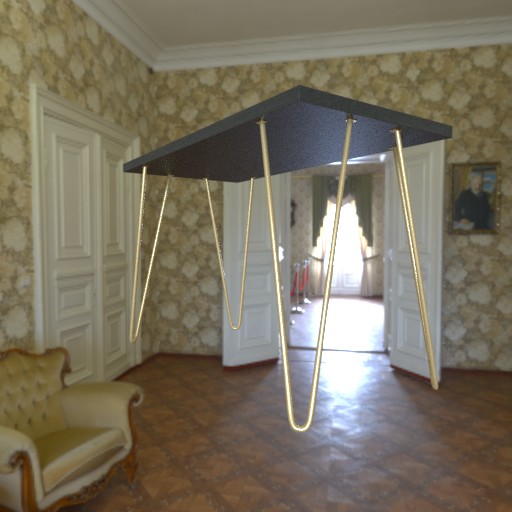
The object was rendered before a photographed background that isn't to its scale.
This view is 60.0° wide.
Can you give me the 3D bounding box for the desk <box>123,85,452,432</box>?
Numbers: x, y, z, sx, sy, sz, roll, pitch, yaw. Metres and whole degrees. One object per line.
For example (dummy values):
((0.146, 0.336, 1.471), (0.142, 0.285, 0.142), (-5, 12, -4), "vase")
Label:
((0.000, 0.000, 1.373), (0.499, 0.660, 0.991), (-1, 2, -35), "desk")
